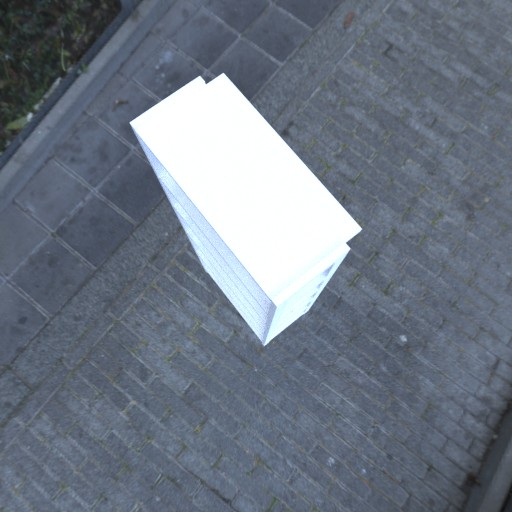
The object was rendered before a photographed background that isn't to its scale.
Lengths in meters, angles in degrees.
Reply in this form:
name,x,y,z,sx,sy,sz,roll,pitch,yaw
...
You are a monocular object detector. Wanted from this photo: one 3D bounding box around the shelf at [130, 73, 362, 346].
name,x,y,z,sx,sy,sz,roll,pitch,yaw
shelf,0.000,0.000,2.112,0.381,1.892,0.660,-37,79,-9
